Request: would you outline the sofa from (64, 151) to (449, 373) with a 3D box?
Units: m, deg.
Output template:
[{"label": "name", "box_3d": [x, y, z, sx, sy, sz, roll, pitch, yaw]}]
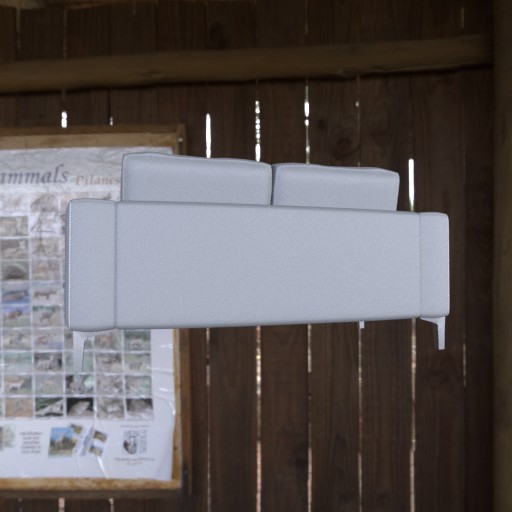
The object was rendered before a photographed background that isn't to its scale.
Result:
[{"label": "sofa", "box_3d": [0.000, 0.000, 2.254, 1.726, 0.892, 0.833, 0, -1, -16]}]
